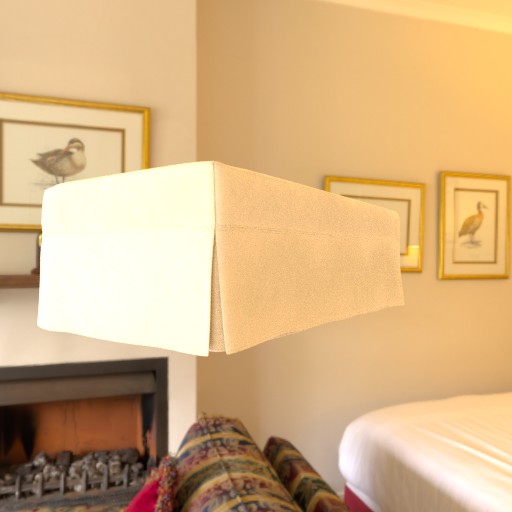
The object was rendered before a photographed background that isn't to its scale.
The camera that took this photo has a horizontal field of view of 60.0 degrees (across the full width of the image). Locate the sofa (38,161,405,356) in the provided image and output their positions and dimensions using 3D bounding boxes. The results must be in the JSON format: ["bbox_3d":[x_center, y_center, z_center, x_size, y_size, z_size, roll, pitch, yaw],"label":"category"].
[{"bbox_3d":[0.000,0.000,2.098,0.939,0.552,1.677,0,0,35],"label":"sofa"}]
